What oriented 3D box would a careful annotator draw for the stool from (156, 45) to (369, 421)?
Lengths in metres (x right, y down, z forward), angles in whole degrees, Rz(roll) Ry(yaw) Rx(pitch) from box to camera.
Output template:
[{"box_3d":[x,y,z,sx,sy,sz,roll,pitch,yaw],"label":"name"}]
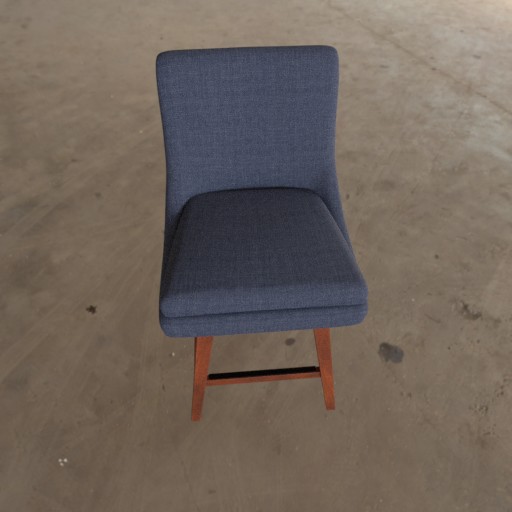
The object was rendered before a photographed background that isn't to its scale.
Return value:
[{"box_3d":[0.000,0.000,1.178,0.467,0.895,0.524,-3,47,-3],"label":"stool"}]
